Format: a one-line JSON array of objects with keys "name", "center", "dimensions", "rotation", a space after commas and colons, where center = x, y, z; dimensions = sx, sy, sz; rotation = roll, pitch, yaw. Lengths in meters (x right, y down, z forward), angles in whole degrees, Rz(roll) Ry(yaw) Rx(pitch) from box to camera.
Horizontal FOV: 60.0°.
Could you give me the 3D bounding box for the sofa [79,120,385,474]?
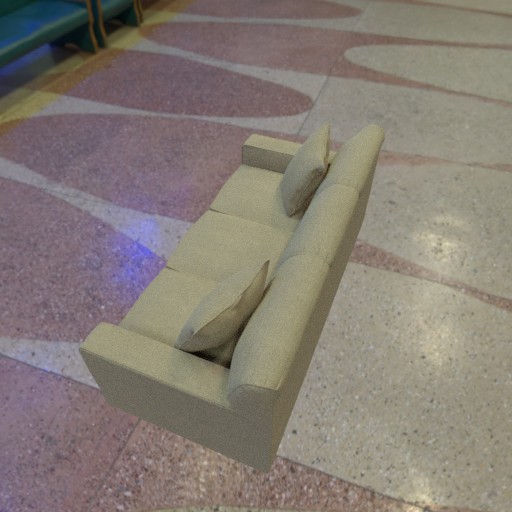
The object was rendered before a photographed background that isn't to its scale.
[{"name": "sofa", "center": [0.000, 0.000, 2.630], "dimensions": [0.997, 0.958, 2.024], "rotation": [17, 48, 16]}]
